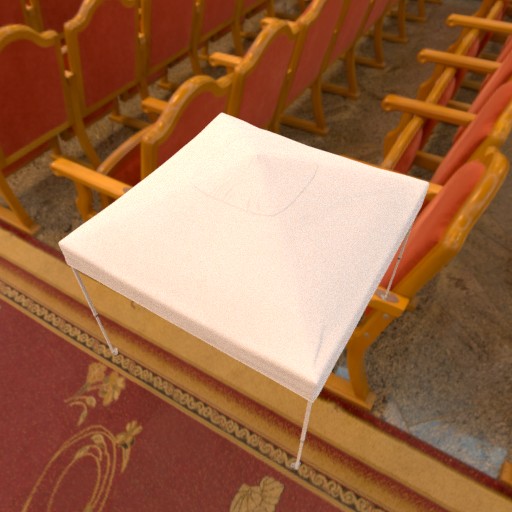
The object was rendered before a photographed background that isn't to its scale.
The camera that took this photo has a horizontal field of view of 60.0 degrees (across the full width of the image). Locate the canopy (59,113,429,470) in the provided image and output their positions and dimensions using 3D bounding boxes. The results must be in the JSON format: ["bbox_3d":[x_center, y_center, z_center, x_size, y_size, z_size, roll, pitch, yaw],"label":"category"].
[{"bbox_3d":[0.000,0.000,5.446,2.996,2.997,2.998,25,53,20],"label":"canopy"}]
